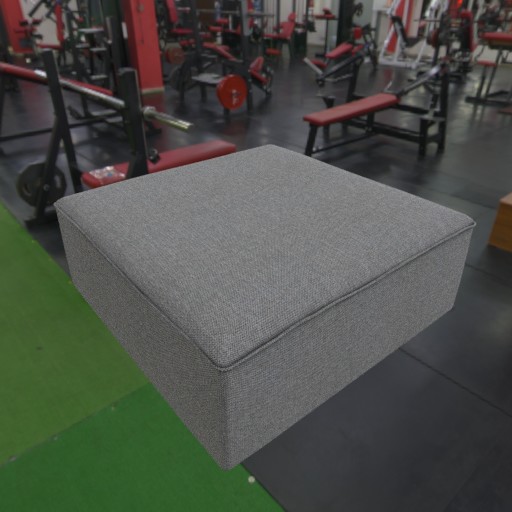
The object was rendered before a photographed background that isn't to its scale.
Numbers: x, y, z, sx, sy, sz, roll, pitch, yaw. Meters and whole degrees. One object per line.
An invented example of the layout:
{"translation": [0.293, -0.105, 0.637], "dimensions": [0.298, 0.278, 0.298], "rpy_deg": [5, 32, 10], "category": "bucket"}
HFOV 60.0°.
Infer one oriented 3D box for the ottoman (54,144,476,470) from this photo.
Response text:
{"translation": [0.000, 0.000, 1.544], "dimensions": [1.017, 0.423, 1.023], "rpy_deg": [-23, 38, -32], "category": "ottoman"}
